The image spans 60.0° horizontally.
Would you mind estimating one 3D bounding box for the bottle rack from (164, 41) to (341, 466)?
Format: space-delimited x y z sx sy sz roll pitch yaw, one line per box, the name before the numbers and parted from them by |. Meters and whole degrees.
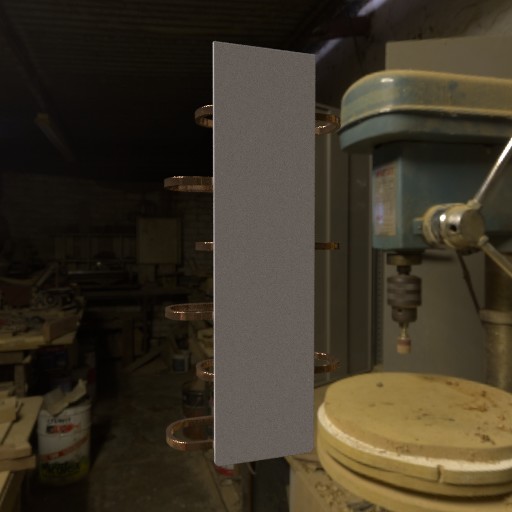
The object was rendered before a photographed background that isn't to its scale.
bottle rack | 0.000 0.000 0.820 0.332 0.709 0.118 -1 2 -17
